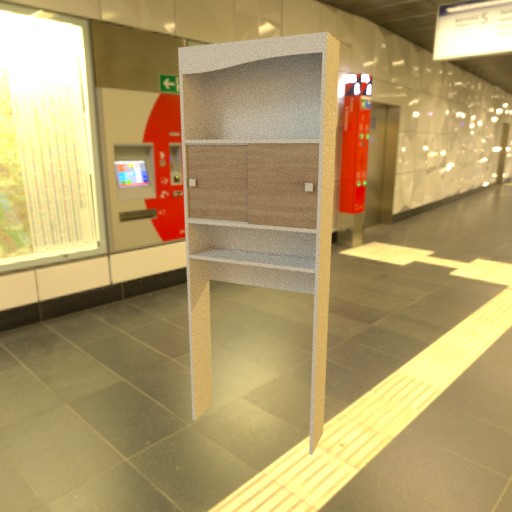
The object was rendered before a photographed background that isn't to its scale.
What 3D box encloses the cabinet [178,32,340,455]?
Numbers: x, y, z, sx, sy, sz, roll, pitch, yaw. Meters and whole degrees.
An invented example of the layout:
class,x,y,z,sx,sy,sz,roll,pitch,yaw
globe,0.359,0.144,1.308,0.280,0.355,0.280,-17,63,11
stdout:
class,x,y,z,sx,sy,sz,roll,pitch,yaw
cabinet,0.000,0.000,2.015,0.643,1.770,0.192,6,15,24
